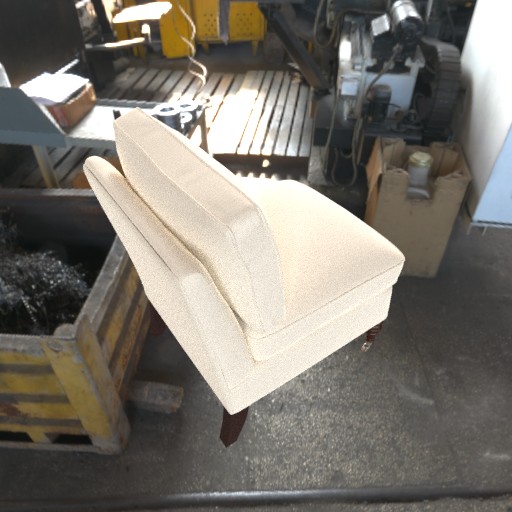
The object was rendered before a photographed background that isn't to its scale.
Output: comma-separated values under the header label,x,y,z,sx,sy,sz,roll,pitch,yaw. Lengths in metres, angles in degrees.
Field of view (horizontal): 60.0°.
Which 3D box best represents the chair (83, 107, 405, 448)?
label,x,y,z,sx,sy,sz,roll,pitch,yaw
chair,0.000,0.000,1.429,0.781,0.887,0.630,-24,46,-26
